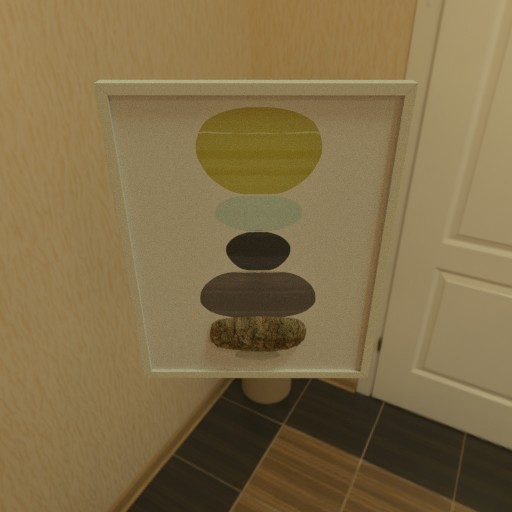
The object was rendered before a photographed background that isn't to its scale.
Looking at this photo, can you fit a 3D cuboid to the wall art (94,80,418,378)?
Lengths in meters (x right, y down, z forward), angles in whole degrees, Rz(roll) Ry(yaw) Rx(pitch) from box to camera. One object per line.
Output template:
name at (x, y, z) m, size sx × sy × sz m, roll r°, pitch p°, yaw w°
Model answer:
wall art at (0.000, 0.000, 1.034) m, size 0.611 × 0.763 × 0.055 m, roll 0°, pitch 30°, yaw 0°
